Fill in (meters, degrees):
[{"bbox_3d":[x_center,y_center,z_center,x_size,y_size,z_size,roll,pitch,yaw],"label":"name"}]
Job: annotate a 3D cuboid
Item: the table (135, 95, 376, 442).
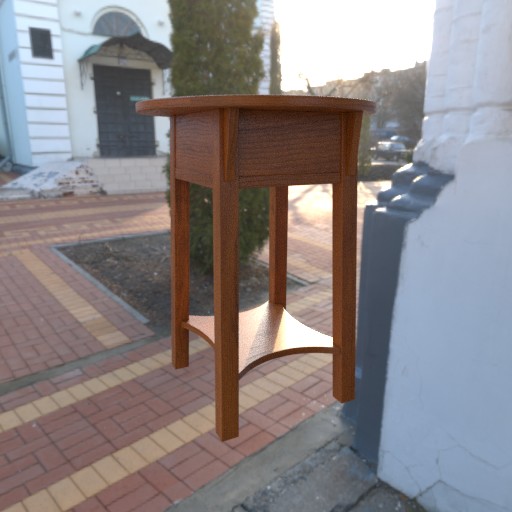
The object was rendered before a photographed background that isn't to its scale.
[{"bbox_3d":[0.000,0.000,0.946,0.457,0.610,0.457,0,15,0],"label":"table"}]
